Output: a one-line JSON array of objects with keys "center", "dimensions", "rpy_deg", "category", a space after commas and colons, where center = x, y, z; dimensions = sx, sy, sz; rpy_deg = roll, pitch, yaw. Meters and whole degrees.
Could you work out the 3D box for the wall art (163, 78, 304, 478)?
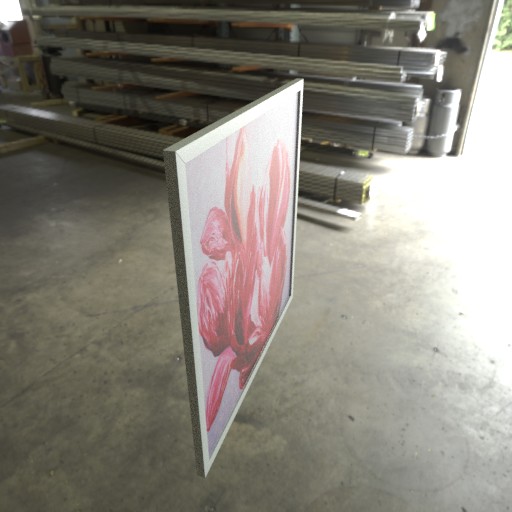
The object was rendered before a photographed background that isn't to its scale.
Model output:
[{"center": [0.000, 0.000, 1.208], "dimensions": [0.022, 0.803, 0.805], "rpy_deg": [10, 31, 17], "category": "wall art"}]
